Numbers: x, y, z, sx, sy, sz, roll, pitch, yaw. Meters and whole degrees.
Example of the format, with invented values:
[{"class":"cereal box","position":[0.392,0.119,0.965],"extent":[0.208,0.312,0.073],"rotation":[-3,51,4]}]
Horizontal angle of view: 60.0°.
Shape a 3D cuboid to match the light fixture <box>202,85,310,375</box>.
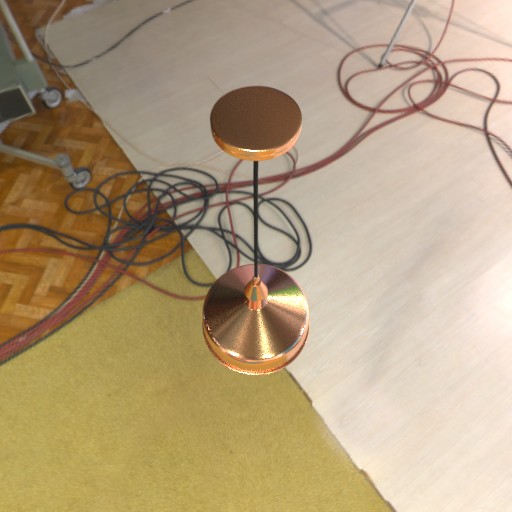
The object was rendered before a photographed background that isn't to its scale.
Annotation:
[{"class":"light fixture","position":[0.000,0.000,0.919],"extent":[0.301,0.754,0.301],"rotation":[14,61,8]}]
